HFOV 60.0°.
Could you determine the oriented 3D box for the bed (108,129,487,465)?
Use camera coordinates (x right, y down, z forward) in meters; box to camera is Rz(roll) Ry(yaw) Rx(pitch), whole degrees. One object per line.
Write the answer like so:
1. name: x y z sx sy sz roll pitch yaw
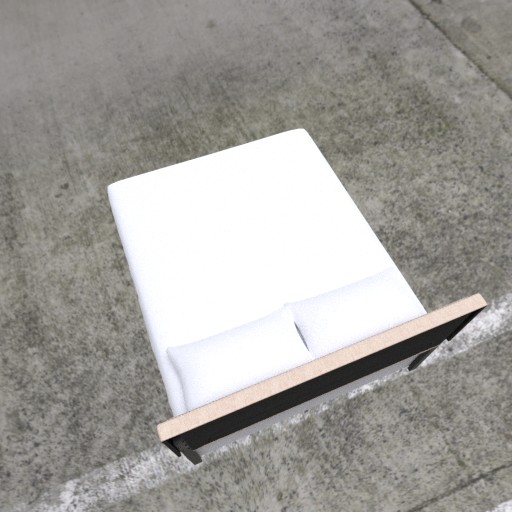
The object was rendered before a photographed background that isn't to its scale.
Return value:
1. bed: 0.000 0.000 2.785 1.616 1.016 1.876 -19 61 -11
